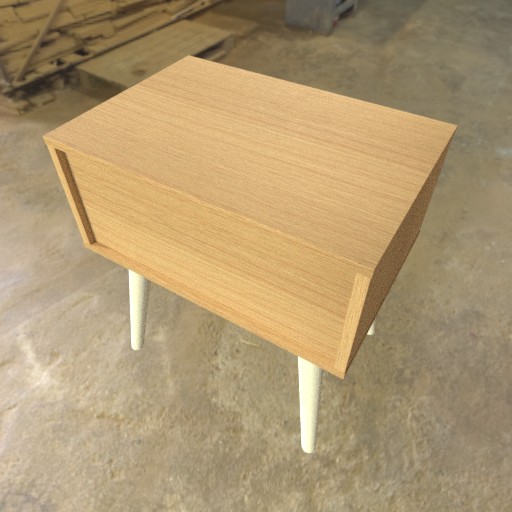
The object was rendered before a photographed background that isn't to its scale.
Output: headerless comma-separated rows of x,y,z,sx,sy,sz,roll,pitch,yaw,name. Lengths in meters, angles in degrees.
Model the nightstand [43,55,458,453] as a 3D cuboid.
0.000,0.000,0.960,0.571,0.610,0.407,24,50,21,nightstand
